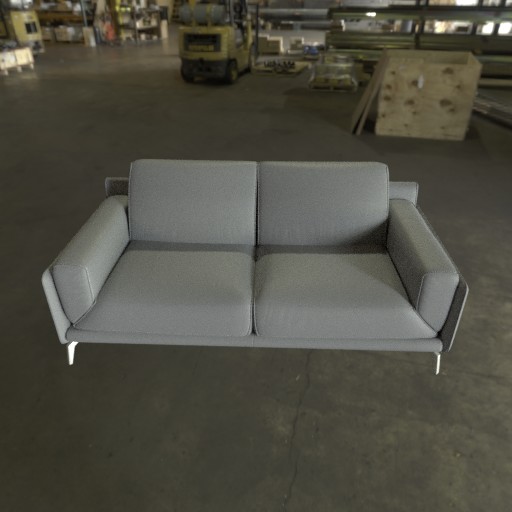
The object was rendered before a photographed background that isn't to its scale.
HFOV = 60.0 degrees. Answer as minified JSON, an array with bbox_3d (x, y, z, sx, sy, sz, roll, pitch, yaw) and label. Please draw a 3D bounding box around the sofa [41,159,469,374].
[{"bbox_3d":[0.000,0.000,2.587,2.100,0.900,0.969,1,32,2],"label":"sofa"}]
